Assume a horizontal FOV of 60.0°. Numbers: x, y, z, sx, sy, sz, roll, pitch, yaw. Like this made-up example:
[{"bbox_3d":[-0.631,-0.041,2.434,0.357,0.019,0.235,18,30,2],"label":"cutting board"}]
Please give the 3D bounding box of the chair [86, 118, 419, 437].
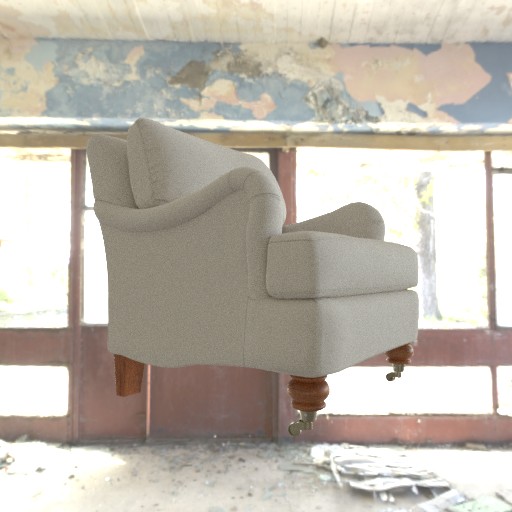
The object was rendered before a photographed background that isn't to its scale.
[{"bbox_3d":[0.000,0.000,1.787,1.070,1.038,0.955,-1,-2,37],"label":"chair"}]
